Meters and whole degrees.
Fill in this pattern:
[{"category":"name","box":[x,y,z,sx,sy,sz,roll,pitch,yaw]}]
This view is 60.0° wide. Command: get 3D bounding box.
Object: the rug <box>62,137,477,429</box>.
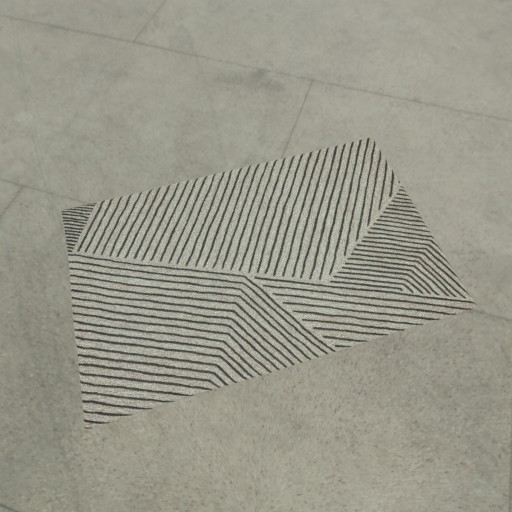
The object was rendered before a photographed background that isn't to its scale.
[{"category":"rug","box":[0.000,0.000,2.940,2.406,0.023,1.539,-15,60,-9]}]
